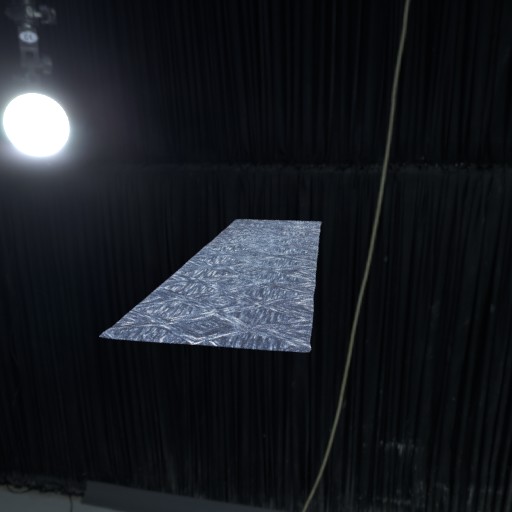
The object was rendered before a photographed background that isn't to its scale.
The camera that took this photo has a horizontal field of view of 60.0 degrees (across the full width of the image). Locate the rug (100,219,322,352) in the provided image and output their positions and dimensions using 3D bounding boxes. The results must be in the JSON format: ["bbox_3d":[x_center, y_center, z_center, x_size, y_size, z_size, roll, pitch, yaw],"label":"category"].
[{"bbox_3d":[0.000,0.000,2.545,0.719,0.013,2.306,2,15,9],"label":"rug"}]
